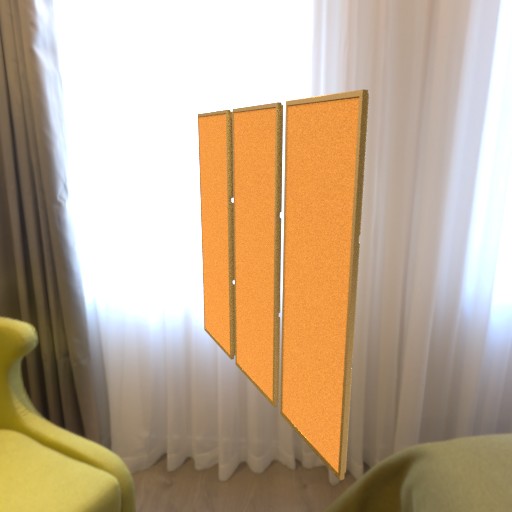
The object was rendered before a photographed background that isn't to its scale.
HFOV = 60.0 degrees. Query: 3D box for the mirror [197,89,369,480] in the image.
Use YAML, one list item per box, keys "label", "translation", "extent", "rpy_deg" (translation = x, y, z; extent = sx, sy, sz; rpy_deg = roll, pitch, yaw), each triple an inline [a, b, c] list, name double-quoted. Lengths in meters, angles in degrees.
- label: "mirror"
  translation: [0.000, 0.000, 1.440]
  extent: [0.023, 0.926, 1.011]
  rpy_deg: [-7, 17, -25]
